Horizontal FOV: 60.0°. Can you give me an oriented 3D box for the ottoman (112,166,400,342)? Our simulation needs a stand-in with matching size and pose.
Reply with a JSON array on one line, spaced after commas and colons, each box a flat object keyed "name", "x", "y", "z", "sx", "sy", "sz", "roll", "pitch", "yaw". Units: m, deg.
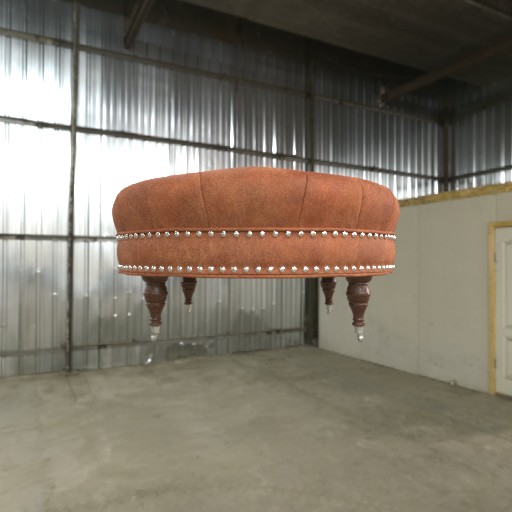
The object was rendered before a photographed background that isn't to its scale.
[{"name": "ottoman", "x": 0.000, "y": 0.000, "z": 1.420, "sx": 0.901, "sy": 0.444, "sz": 0.901, "roll": 0, "pitch": 0, "yaw": 0}]
